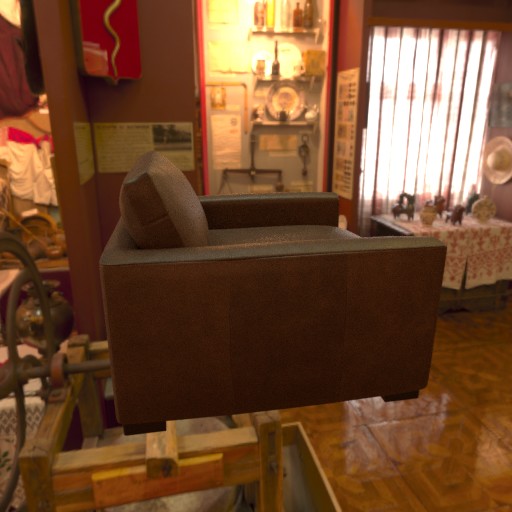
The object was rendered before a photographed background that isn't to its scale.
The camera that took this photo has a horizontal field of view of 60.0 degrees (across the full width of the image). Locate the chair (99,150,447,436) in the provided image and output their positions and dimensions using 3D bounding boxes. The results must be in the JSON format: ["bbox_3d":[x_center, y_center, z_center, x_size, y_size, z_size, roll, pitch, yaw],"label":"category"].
[{"bbox_3d":[0.000,0.000,1.822,1.069,0.812,1.100,-3,18,-10],"label":"chair"}]
